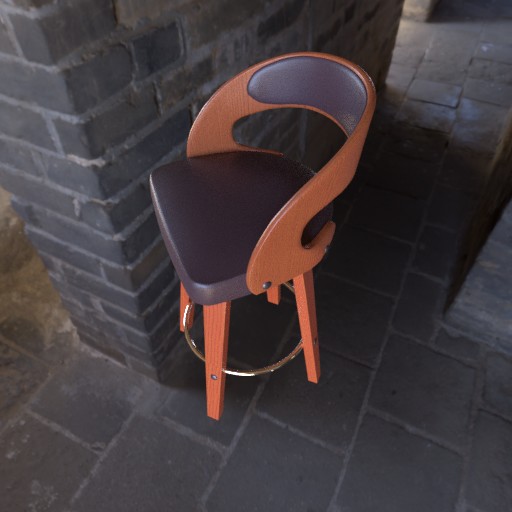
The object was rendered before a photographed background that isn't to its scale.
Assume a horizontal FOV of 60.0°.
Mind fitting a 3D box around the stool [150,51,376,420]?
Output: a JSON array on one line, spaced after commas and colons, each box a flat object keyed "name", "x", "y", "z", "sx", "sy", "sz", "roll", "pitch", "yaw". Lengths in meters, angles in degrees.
[{"name": "stool", "x": 0.000, "y": 0.000, "z": 1.178, "sx": 0.457, "sy": 0.940, "sz": 0.457, "roll": -16, "pitch": 49, "yaw": -14}]
